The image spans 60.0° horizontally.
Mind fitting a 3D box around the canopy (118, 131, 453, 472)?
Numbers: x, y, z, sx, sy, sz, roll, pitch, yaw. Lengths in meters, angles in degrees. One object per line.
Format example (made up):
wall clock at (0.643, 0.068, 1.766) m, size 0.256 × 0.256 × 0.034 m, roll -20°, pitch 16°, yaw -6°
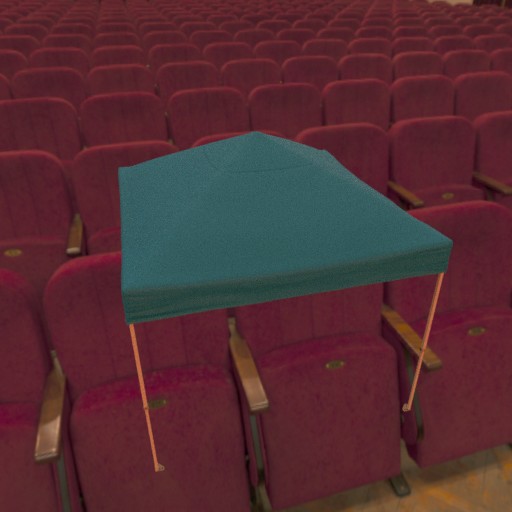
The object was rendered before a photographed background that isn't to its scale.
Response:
canopy at (0.000, 0.000, 5.362) m, size 2.998 × 2.997 × 2.996 m, roll -8°, pitch 31°, yaw -13°
